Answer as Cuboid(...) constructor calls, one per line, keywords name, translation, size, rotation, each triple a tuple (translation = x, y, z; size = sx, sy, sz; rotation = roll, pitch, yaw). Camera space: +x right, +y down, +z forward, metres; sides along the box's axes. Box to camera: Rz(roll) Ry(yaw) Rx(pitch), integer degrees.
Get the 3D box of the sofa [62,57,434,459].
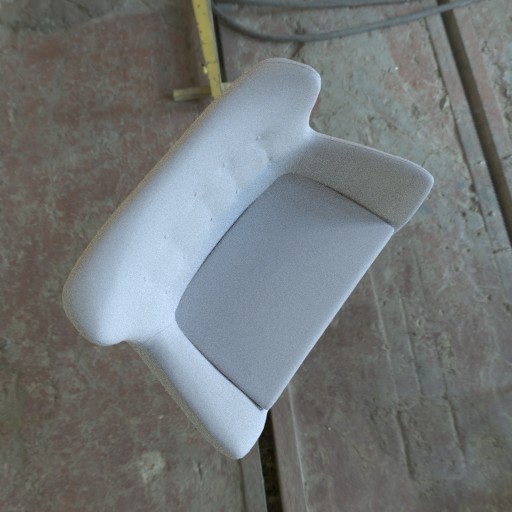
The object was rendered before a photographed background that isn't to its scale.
Cuboid(name="sofa", translation=(0.000, 0.000, 1.982), size=(0.921, 0.878, 1.424), rotation=(36, 78, 9))
